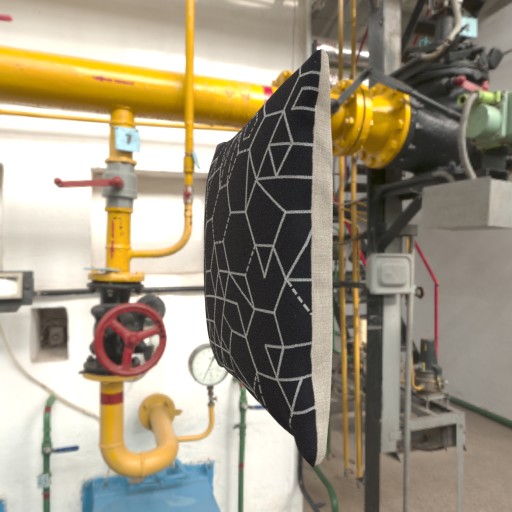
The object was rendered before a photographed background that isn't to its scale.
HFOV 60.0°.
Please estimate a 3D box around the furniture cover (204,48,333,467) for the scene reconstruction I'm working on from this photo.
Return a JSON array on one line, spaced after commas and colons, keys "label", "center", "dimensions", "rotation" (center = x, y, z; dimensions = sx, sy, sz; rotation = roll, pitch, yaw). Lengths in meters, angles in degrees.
[{"label": "furniture cover", "center": [0.000, 0.000, 0.777], "dimensions": [0.158, 0.508, 0.517], "rotation": [0, 0, -18]}]
